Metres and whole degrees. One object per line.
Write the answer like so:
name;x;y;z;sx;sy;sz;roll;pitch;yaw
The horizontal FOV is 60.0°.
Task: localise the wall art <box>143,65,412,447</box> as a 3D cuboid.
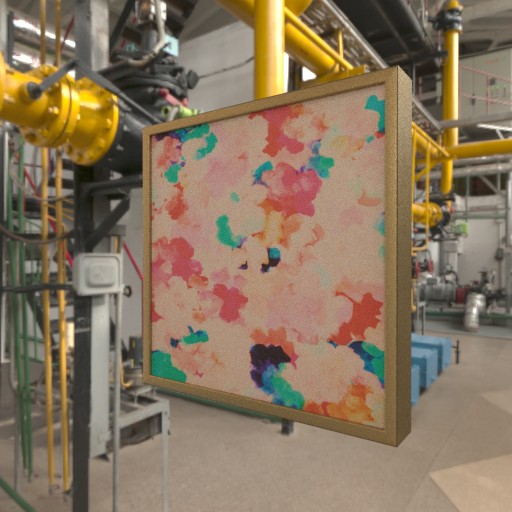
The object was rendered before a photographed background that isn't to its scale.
wall art;0.000;0.000;0.457;0.304;0.305;0.038;0;0;35
